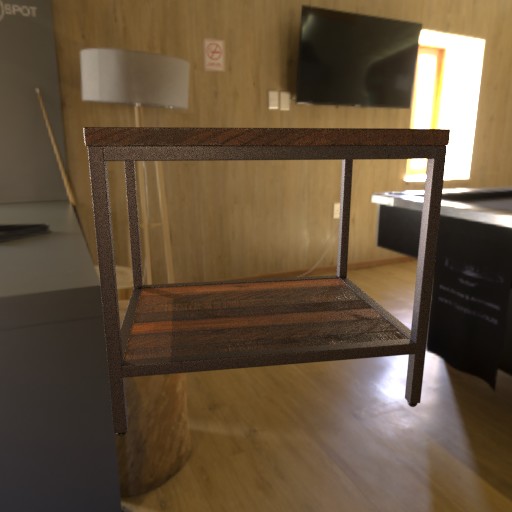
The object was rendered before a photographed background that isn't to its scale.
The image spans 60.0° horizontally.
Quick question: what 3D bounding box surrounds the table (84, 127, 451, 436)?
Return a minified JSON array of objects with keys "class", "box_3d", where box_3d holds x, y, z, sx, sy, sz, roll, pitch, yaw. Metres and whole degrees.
[{"class":"table","box_3d":[0.000,0.000,1.129,0.678,0.612,0.524,-2,15,-9]}]
